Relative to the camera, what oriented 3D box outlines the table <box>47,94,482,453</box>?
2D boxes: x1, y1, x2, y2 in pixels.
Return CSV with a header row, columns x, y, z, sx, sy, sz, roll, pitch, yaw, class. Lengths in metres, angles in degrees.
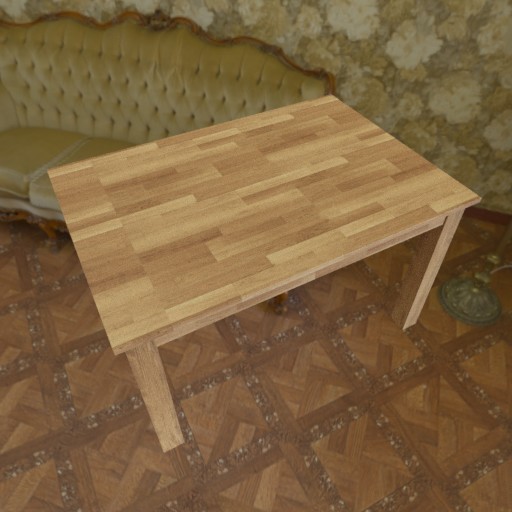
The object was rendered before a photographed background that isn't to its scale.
x,y,z,sx,sy,sz,roll,pitch,yaw,class
0.000,0.000,1.869,1.300,0.750,0.900,-21,49,-20,table
